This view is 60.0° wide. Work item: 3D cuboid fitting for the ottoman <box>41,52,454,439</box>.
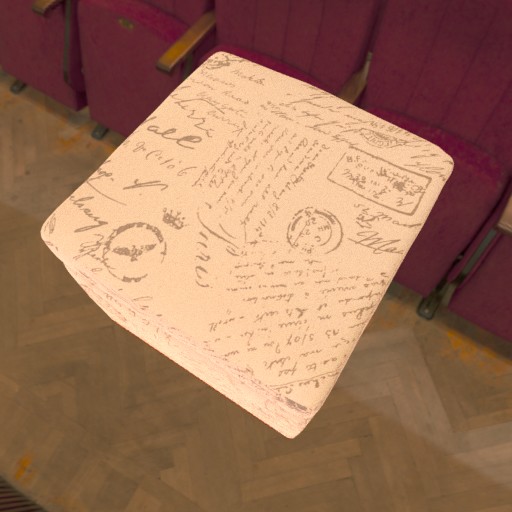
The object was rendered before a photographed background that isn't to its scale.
[{"bbox_3d":[0.000,0.000,0.813,0.449,0.457,0.450,30,67,14],"label":"ottoman"}]
